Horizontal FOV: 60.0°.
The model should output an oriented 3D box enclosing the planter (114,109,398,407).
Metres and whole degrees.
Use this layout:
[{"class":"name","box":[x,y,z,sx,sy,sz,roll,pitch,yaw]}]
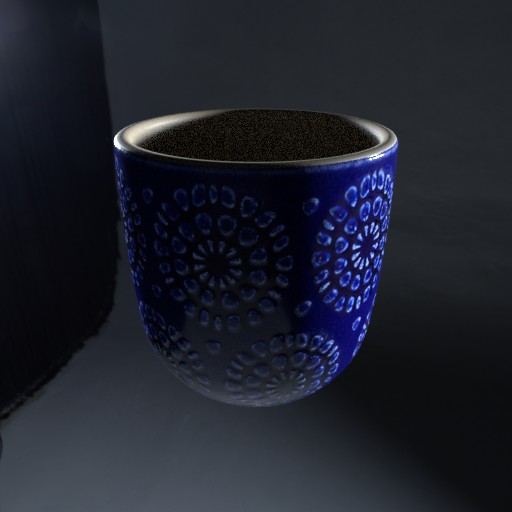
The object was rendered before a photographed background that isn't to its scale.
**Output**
[{"class":"planter","box":[0.000,0.000,0.199,0.109,0.112,0.109,0,27,0]}]
